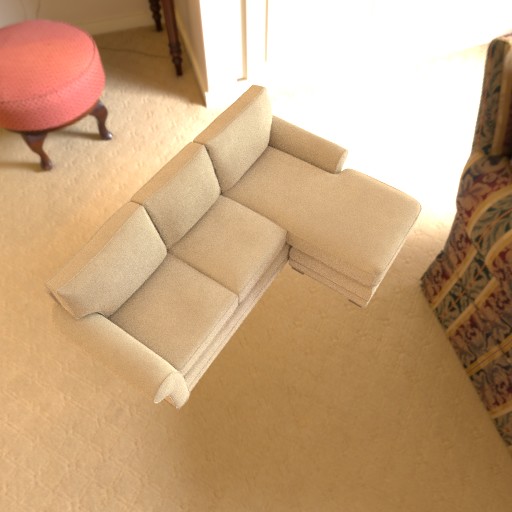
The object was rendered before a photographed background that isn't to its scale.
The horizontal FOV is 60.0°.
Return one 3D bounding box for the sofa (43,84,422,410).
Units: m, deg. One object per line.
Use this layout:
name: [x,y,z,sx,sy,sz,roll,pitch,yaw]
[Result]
sofa: [0.000,0.000,2.343,1.226,0.734,1.770,30,63,17]
